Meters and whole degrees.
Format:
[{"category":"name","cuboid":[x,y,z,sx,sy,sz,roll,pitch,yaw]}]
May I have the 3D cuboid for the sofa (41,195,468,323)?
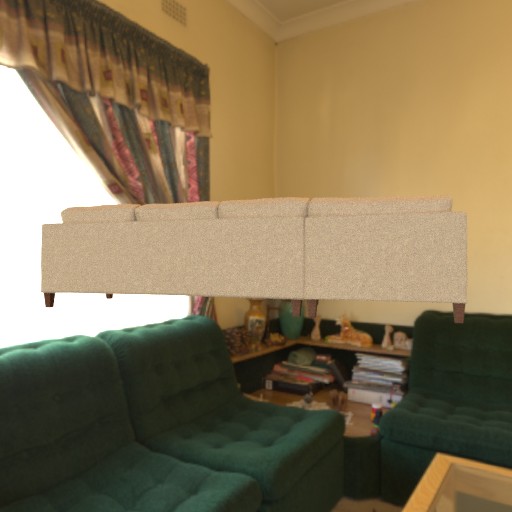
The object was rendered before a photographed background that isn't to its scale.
[{"category":"sofa","cuboid":[0.000,0.000,3.923,3.186,0.846,1.625,0,0,16]}]
